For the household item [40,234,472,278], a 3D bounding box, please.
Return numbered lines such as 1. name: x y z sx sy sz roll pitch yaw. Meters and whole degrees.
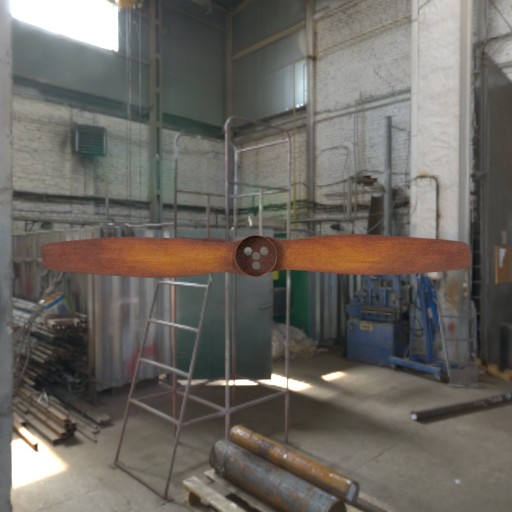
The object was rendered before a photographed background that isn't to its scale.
1. household item: 0.000 0.000 1.219 1.181 0.121 0.051 0 1 0
